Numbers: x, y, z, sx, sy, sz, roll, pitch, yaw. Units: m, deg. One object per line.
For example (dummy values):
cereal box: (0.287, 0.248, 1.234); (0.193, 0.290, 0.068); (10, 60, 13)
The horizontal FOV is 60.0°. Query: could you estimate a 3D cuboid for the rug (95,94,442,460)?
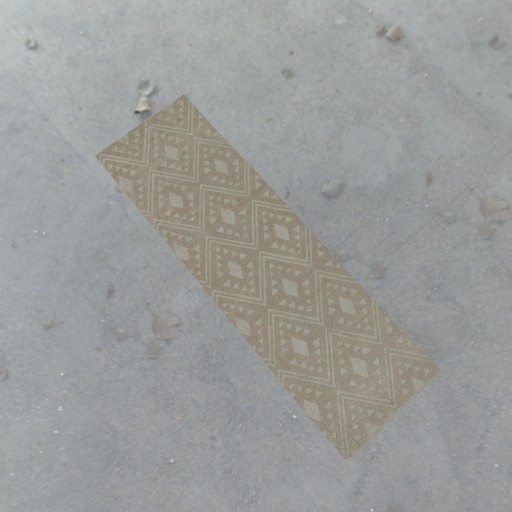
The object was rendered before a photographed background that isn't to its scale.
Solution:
rug: (0.000, 0.000, 2.759); (0.752, 0.051, 2.452); (-39, 77, -10)
